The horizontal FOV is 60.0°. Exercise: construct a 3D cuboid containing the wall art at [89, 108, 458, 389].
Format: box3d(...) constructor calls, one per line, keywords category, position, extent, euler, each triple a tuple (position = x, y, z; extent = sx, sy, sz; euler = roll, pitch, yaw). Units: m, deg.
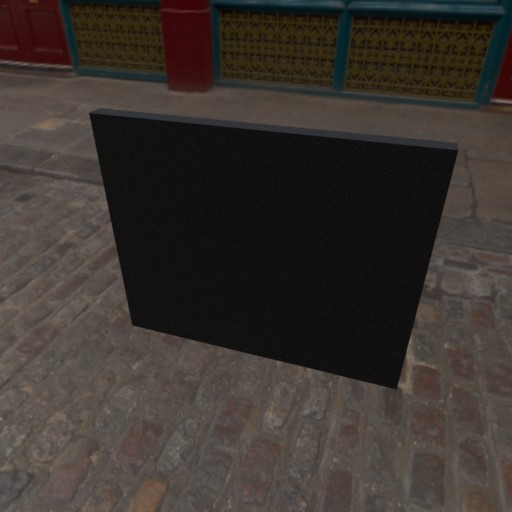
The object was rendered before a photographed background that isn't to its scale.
box3d(category="wall art", position=(0.000, 0.000, 0.780), extent=(0.558, 0.457, 0.031), euler=(10, 34, 15))
